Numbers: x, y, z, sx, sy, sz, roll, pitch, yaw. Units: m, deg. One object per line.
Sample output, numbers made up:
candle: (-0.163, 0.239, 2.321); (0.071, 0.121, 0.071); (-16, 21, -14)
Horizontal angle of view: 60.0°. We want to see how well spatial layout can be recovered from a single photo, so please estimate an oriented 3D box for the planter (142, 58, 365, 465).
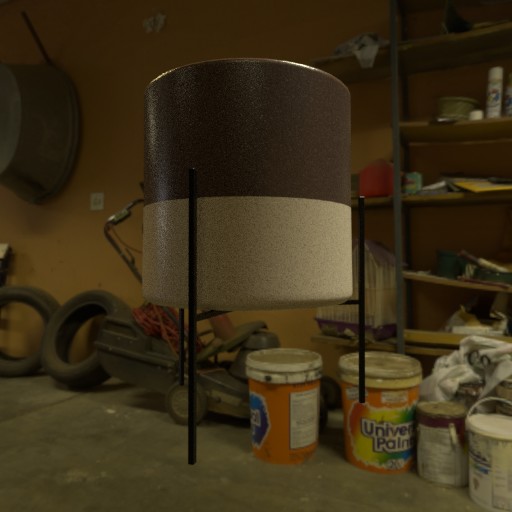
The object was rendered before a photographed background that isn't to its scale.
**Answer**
planter: (0.000, 0.000, 0.519); (0.260, 0.353, 0.250); (0, -1, -18)
